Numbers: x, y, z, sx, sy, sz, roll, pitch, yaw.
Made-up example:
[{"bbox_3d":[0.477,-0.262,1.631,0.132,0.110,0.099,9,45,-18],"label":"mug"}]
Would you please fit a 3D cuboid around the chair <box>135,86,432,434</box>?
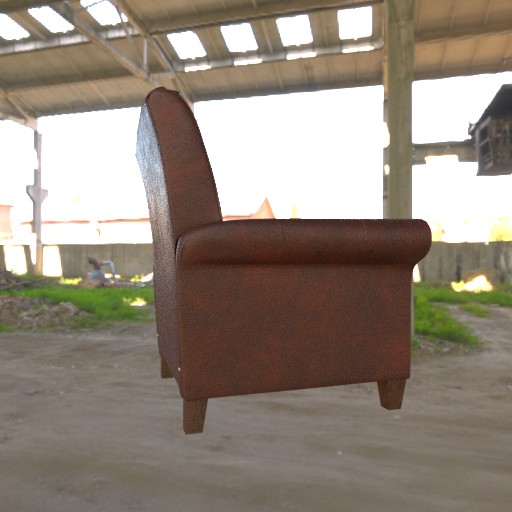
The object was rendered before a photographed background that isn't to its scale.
[{"bbox_3d":[0.000,0.000,1.744,0.902,1.061,0.978,0,-1,-18],"label":"chair"}]
